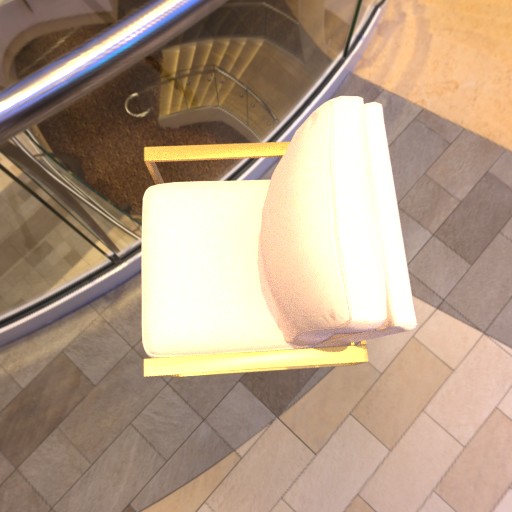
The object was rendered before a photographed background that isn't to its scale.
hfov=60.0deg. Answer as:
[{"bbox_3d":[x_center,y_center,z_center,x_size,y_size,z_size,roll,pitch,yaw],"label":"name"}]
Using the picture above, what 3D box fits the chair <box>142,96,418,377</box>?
[{"bbox_3d":[0.000,0.000,1.524,0.813,0.956,0.758,-3,75,-1],"label":"chair"}]
